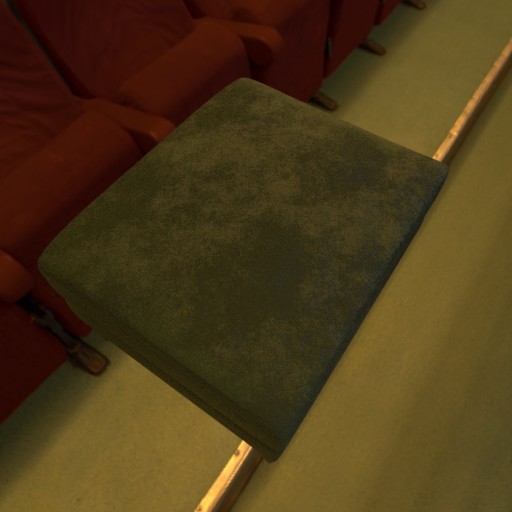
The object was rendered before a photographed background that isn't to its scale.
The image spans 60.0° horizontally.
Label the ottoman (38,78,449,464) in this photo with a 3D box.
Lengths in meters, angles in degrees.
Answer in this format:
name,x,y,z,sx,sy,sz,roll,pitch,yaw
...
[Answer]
name,x,y,z,sx,sy,sz,roll,pitch,yaw
ottoman,0.000,0.000,1.270,0.701,0.538,0.839,30,63,17
